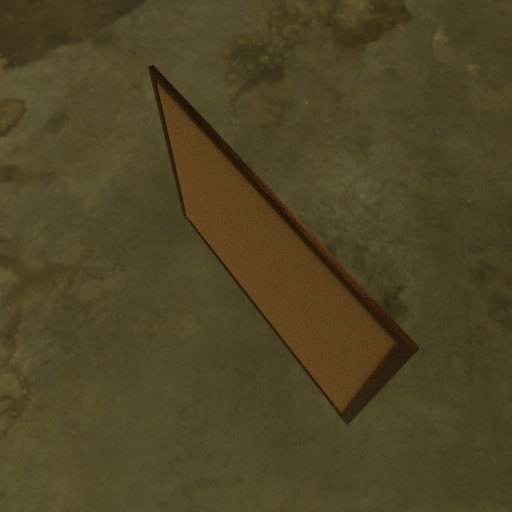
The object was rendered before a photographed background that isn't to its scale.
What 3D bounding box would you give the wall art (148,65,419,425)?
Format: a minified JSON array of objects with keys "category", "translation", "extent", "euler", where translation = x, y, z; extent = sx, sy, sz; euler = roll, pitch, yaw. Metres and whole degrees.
[{"category":"wall art","translation":[0.000,0.000,1.065],"extent":[0.014,0.559,0.816],"euler":[-31,64,-18]}]
